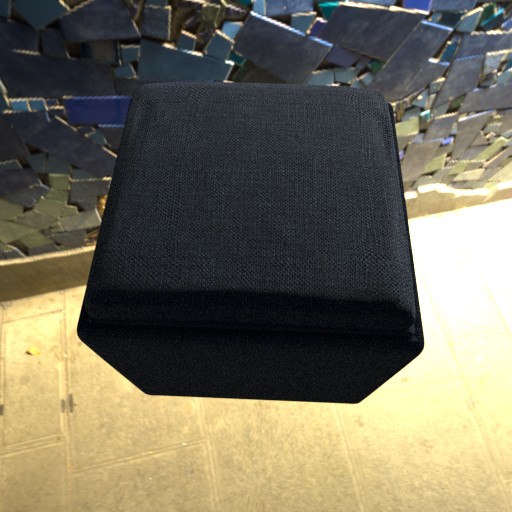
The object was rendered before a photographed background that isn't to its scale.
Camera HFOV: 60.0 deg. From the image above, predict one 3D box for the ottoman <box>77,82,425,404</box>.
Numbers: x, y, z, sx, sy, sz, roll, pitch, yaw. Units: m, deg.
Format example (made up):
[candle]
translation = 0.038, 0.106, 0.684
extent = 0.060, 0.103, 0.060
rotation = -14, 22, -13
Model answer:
[ottoman]
translation = 0.000, 0.000, 0.815
extent = 0.454, 0.493, 0.436
rotation = 2, 63, 1
